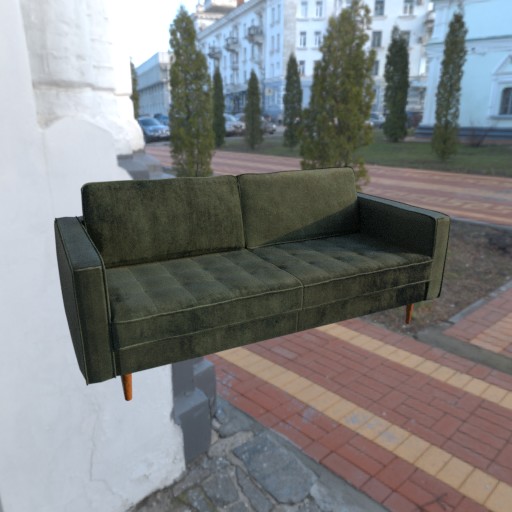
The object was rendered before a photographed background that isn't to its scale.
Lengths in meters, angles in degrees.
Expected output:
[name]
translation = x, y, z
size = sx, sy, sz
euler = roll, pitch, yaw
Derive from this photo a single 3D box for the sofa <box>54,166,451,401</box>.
[sofa]
translation = 0.000, 0.000, 2.246
size = 1.816, 0.781, 0.886
euler = -9, 20, -26
